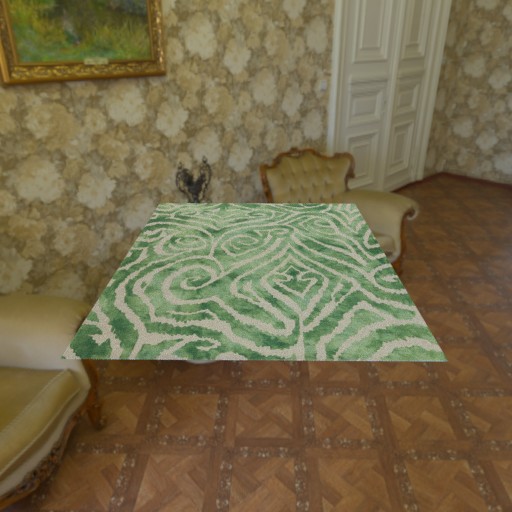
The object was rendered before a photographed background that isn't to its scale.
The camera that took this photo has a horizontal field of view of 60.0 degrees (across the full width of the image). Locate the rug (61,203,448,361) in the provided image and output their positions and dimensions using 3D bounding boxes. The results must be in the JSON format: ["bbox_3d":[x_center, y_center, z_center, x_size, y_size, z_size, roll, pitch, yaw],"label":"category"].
[{"bbox_3d":[0.000,0.000,4.162,2.436,0.007,3.045,0,25,1],"label":"rug"}]
